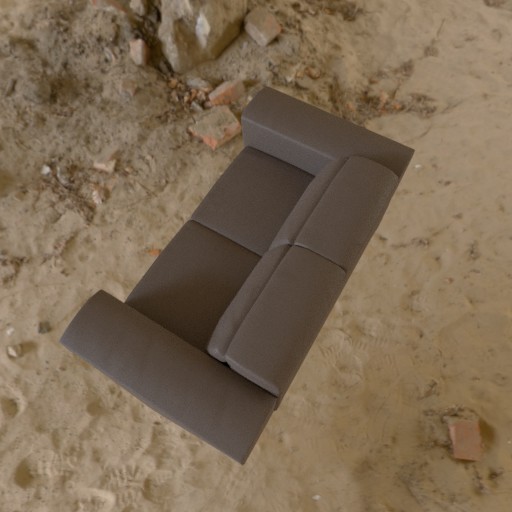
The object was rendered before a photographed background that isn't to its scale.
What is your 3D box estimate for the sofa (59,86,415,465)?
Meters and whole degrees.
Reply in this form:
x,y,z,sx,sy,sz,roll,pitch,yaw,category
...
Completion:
x,y,z,sx,sy,sz,roll,pitch,yaw,category
0.000,0.000,2.456,1.003,0.779,1.895,28,67,13,sofa
